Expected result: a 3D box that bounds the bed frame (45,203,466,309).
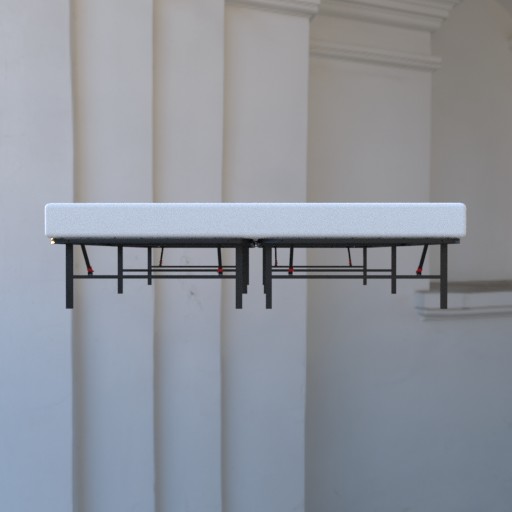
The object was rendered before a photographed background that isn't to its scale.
[{"bbox_3d":[0.000,0.000,3.083,2.033,0.525,1.935,0,0,0],"label":"bed frame"}]
